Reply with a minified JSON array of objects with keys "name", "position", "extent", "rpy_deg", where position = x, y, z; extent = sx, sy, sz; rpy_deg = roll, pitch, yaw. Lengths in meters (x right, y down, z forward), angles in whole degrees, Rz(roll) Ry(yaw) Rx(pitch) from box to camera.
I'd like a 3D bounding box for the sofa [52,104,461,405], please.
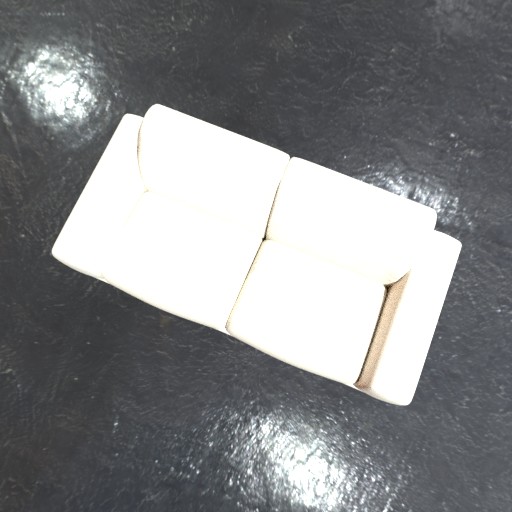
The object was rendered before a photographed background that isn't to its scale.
[{"name":"sofa","position":[0.000,0.000,2.361],"extent":[1.901,0.772,0.900],"rpy_deg":[22,77,5]}]
